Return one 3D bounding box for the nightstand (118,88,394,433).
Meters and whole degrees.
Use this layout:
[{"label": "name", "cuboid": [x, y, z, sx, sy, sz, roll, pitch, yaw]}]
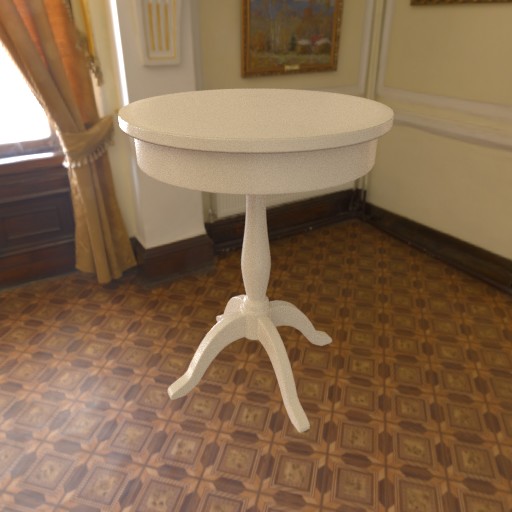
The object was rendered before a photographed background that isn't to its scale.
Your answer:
[{"label": "nightstand", "cuboid": [0.000, 0.000, 1.008, 0.513, 0.653, 0.513, -9, 29, -16]}]
